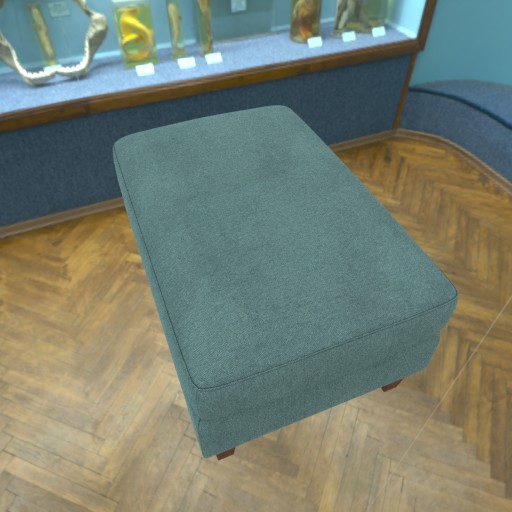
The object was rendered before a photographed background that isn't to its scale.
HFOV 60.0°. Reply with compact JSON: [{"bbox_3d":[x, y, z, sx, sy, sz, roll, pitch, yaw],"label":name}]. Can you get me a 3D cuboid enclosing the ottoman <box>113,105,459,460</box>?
[{"bbox_3d":[0.000,0.000,1.206,0.584,0.483,0.864,-16,49,-15],"label":"ottoman"}]
